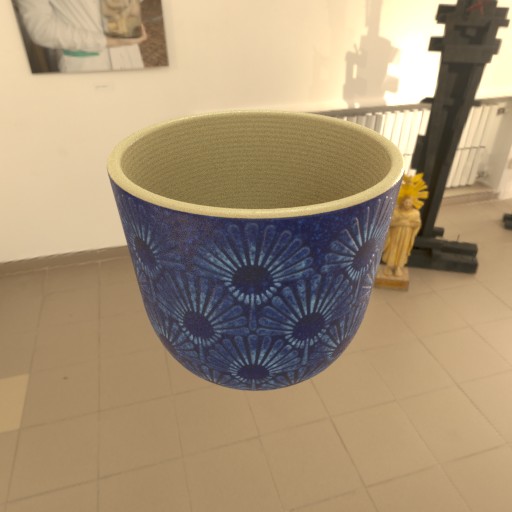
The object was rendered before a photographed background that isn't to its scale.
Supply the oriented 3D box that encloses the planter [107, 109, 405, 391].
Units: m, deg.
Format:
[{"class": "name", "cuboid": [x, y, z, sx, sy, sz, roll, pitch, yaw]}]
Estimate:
[{"class": "planter", "cuboid": [0.000, 0.000, 0.302, 0.170, 0.153, 0.170, 0, 33, 0]}]
